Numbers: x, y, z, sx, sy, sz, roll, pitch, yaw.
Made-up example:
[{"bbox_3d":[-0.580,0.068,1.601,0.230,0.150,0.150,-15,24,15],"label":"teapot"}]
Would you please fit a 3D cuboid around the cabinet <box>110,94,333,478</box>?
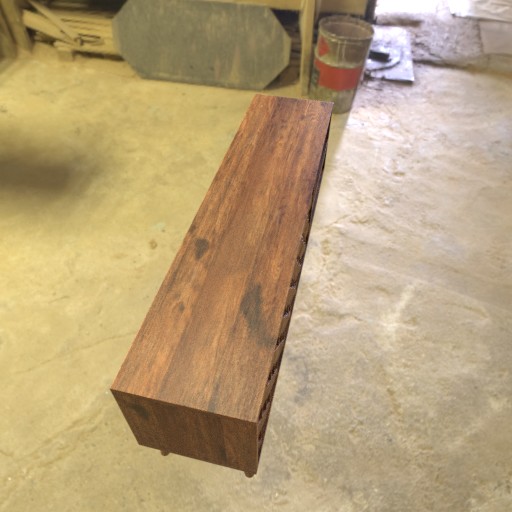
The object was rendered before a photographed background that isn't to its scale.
[{"bbox_3d":[0.000,0.000,1.667,0.349,0.528,1.448,10,48,9],"label":"cabinet"}]
